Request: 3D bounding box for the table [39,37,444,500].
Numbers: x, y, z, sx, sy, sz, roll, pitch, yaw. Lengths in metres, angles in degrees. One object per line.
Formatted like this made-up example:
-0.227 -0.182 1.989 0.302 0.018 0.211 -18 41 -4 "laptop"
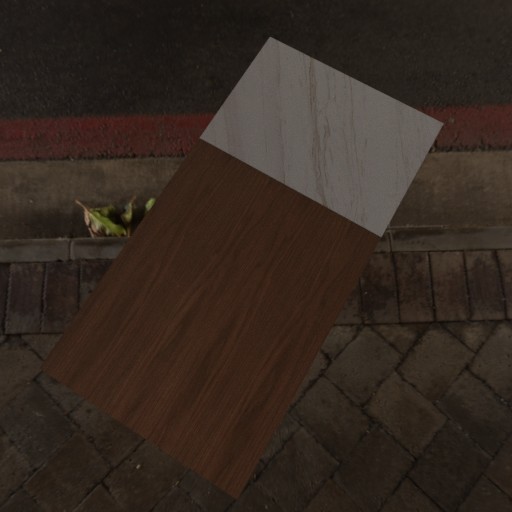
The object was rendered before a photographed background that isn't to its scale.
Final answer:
0.000 0.000 1.888 0.789 0.551 1.553 30 77 7 "table"
